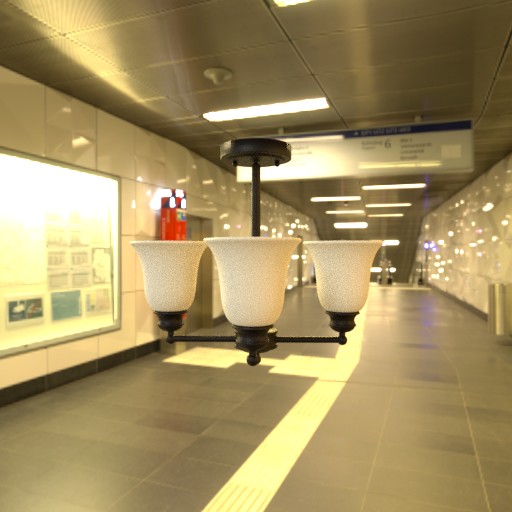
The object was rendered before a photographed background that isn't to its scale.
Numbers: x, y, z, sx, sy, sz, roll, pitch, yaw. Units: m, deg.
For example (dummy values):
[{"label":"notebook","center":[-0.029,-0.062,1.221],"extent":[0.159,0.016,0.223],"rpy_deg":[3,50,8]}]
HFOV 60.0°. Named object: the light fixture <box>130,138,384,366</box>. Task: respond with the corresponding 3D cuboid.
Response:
[{"label":"light fixture","center":[0.000,0.000,1.887],"extent":[1.069,0.925,1.069],"rpy_deg":[0,0,2]}]
